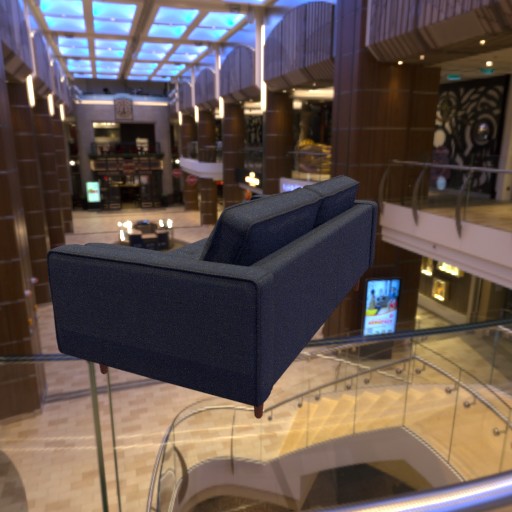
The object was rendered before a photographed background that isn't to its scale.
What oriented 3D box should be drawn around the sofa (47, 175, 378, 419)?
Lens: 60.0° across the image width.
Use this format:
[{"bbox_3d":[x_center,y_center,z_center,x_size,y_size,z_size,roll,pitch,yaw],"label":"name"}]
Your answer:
[{"bbox_3d":[0.000,0.000,2.343,0.914,0.762,1.880,7,16,24],"label":"sofa"}]
